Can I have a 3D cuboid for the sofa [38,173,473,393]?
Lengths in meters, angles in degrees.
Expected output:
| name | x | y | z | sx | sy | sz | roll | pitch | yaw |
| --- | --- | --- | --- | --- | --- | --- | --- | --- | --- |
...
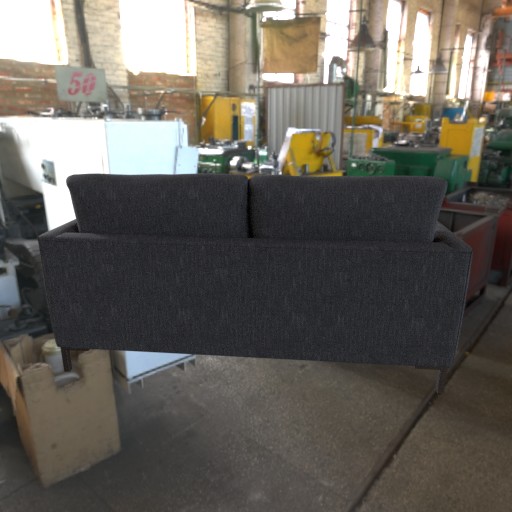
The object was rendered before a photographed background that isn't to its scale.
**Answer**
| name | x | y | z | sx | sy | sz | roll | pitch | yaw |
| --- | --- | --- | --- | --- | --- | --- | --- | --- | --- |
| sofa | 0.000 | 0.000 | 2.157 | 1.716 | 0.862 | 0.866 | 2 | 18 | 5 |
